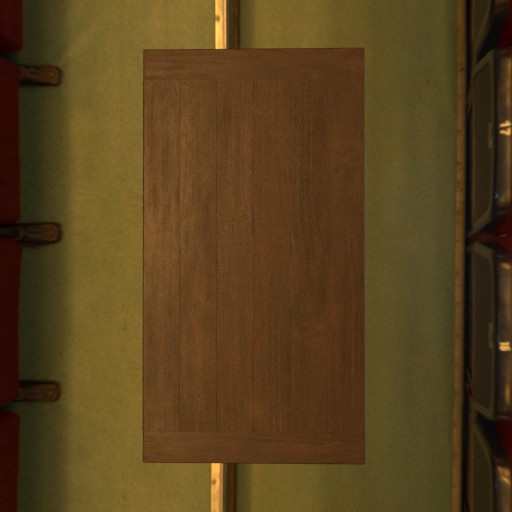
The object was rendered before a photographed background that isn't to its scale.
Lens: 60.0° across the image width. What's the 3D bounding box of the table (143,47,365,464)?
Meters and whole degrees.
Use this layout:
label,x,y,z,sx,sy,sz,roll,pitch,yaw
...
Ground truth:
label,x,y,z,sx,sy,sz,roll,pitch,yaw
table,0.000,0.000,1.599,0.700,0.494,1.270,0,90,1
